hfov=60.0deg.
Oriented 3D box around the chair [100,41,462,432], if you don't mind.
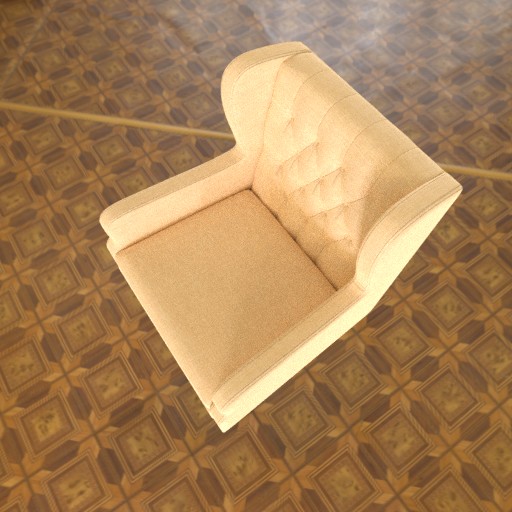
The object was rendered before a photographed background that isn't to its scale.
[{"bbox_3d":[0.000,0.000,1.420,0.760,0.930,0.710,-32,67,-15],"label":"chair"}]
